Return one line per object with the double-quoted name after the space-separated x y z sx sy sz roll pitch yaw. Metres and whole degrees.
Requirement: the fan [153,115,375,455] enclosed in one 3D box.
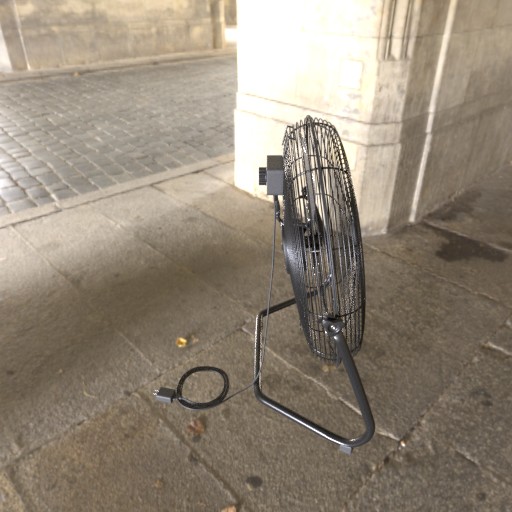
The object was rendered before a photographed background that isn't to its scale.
0.000 0.000 0.991 0.470 0.605 0.595 1 32 1 "fan"
